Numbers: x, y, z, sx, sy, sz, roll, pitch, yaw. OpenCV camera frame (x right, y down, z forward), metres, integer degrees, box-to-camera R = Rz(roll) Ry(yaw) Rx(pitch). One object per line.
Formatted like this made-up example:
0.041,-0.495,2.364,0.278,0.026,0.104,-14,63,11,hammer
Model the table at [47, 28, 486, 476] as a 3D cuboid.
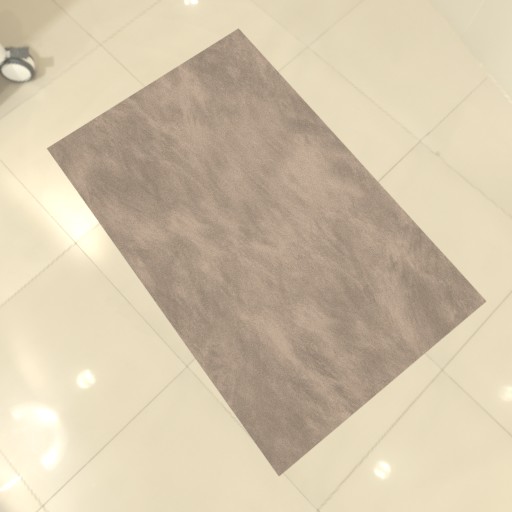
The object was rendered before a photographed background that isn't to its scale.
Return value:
0.000,0.000,1.588,0.700,0.734,1.100,-36,78,-9,table
